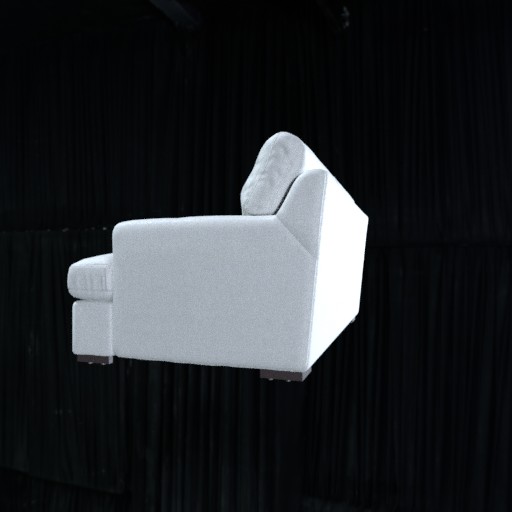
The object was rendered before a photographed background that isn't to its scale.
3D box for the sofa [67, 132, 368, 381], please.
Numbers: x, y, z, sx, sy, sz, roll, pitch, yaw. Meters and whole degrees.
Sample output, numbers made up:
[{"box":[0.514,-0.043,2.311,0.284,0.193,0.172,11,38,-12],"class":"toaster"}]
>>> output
[{"box":[0.000,0.000,2.591,1.143,0.940,1.880,0,0,19],"class":"sofa"}]
